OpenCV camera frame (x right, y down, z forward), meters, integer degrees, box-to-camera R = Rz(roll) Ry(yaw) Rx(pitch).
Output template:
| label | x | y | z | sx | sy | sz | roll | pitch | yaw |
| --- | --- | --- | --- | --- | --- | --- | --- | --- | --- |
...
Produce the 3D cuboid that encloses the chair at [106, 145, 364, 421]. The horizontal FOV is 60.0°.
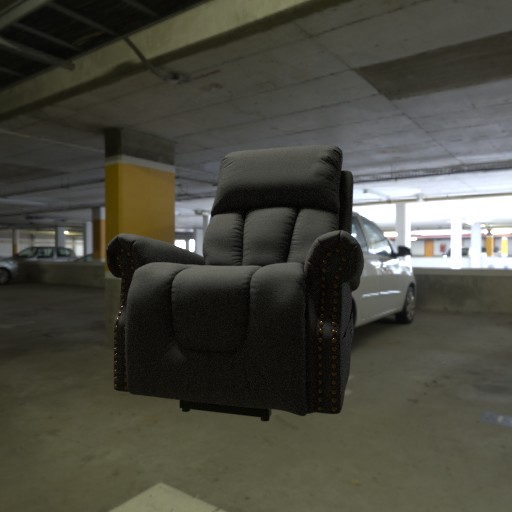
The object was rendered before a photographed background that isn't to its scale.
| label | x | y | z | sx | sy | sz | roll | pitch | yaw |
| --- | --- | --- | --- | --- | --- | --- | --- | --- | --- |
| chair | 0.000 | 0.000 | 1.765 | 0.871 | 1.031 | 0.979 | 0 | 0 | 17 |
